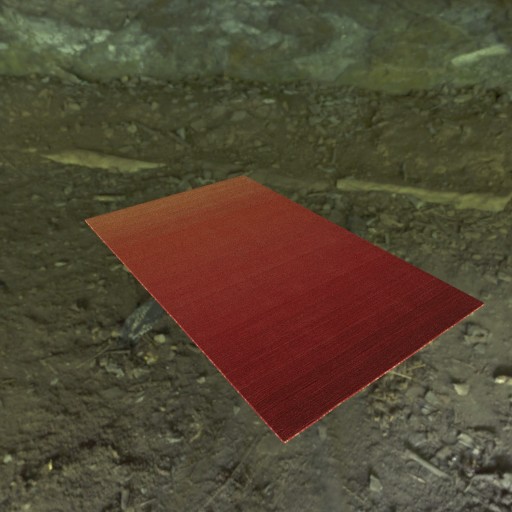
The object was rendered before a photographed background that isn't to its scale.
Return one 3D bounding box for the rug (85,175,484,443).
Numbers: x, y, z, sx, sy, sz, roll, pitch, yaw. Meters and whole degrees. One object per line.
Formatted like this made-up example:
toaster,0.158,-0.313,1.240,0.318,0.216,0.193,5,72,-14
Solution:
rug,0.000,0.000,3.035,1.531,0.010,2.442,-22,39,-30
